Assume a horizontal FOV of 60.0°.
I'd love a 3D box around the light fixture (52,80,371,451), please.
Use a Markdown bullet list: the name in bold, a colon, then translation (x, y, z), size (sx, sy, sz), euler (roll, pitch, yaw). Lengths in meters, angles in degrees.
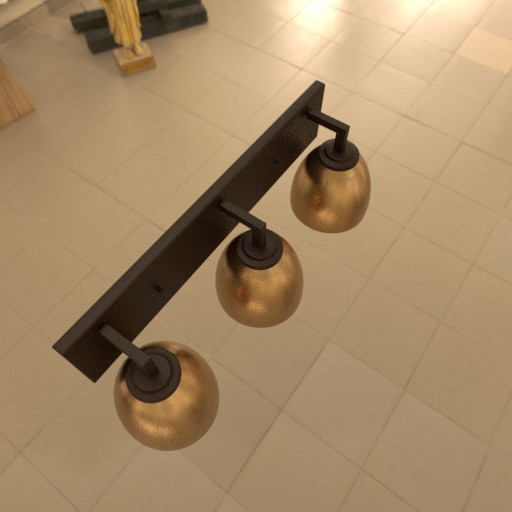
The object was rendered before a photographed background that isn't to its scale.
- **light fixture**: translation (0.000, 0.000, 0.654), size (0.157, 0.204, 0.582), euler (32, 64, 17)
